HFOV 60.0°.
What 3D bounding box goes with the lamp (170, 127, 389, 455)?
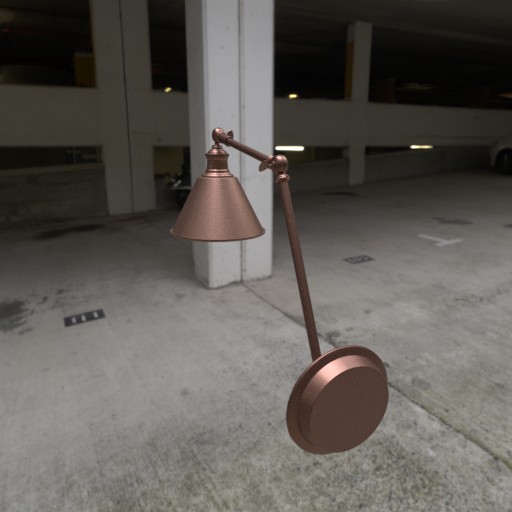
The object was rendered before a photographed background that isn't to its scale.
[{"bbox_3d":[0.000,0.000,0.880,0.223,0.502,0.624,-7,16,-26],"label":"lamp"}]
